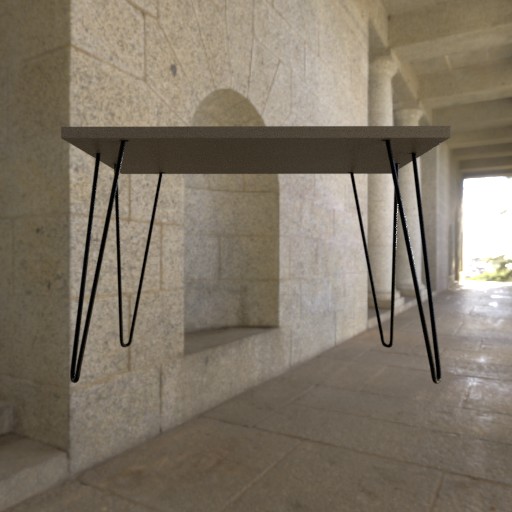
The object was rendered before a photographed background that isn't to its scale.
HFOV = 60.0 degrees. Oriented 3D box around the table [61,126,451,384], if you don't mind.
[{"bbox_3d":[0.000,0.000,1.377,0.991,0.660,0.499,0,0,0],"label":"table"}]
